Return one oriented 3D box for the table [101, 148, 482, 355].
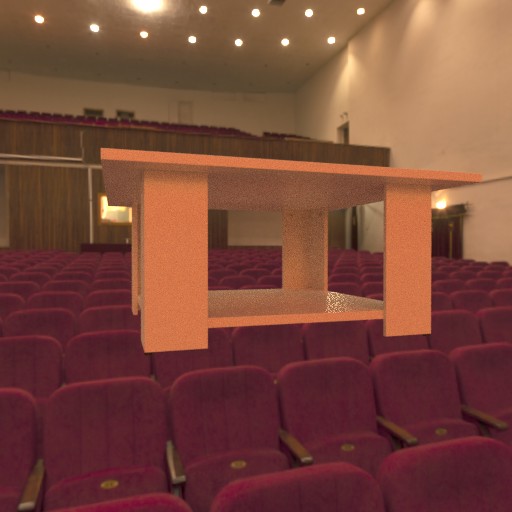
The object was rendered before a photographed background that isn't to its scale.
[{"bbox_3d":[0.000,0.000,1.043,0.670,0.305,0.670,0,0,-18],"label":"table"}]
